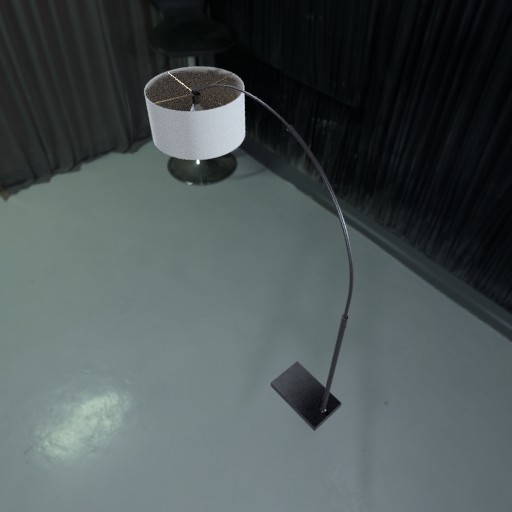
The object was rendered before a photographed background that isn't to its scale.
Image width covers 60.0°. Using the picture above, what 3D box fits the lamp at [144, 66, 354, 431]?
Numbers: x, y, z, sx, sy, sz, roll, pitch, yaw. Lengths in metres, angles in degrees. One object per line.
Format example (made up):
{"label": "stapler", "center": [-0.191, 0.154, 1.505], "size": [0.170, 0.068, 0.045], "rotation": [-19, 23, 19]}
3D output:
{"label": "lamp", "center": [0.000, 0.000, 2.562], "size": [0.493, 1.927, 1.424], "rotation": [-32, 54, -27]}
